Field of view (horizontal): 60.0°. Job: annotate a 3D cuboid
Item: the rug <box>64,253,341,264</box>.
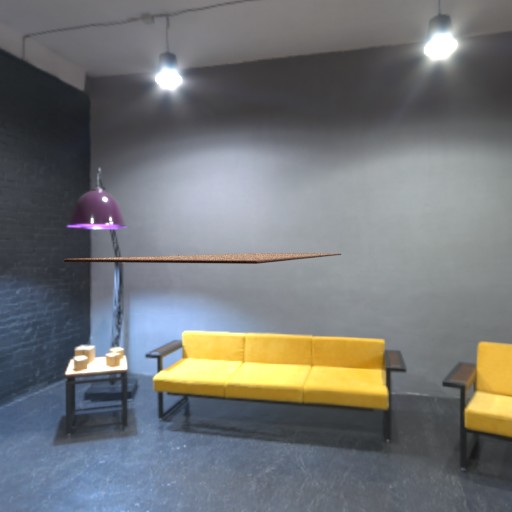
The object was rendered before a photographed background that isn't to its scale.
[{"bbox_3d":[0.000,0.000,2.722,0.769,0.012,2.448,0,1,17],"label":"rug"}]
